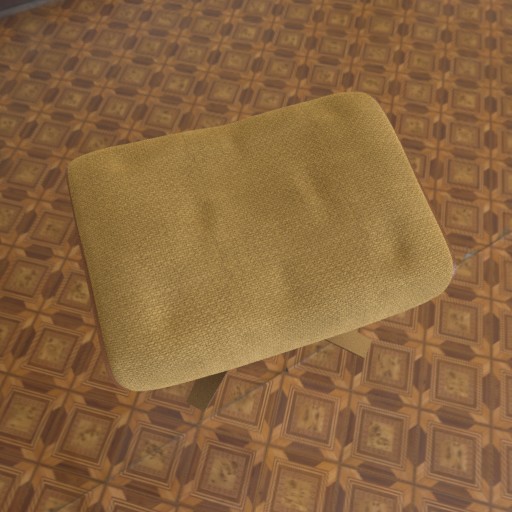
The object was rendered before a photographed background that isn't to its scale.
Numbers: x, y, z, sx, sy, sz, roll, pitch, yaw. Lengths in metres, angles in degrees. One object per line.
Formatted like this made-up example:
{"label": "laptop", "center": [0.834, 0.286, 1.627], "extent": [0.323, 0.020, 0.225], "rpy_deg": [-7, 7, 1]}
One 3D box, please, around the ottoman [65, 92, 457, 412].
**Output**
{"label": "ottoman", "center": [0.000, 0.000, 0.799], "extent": [0.520, 0.391, 0.394], "rpy_deg": [-16, 63, -8]}
